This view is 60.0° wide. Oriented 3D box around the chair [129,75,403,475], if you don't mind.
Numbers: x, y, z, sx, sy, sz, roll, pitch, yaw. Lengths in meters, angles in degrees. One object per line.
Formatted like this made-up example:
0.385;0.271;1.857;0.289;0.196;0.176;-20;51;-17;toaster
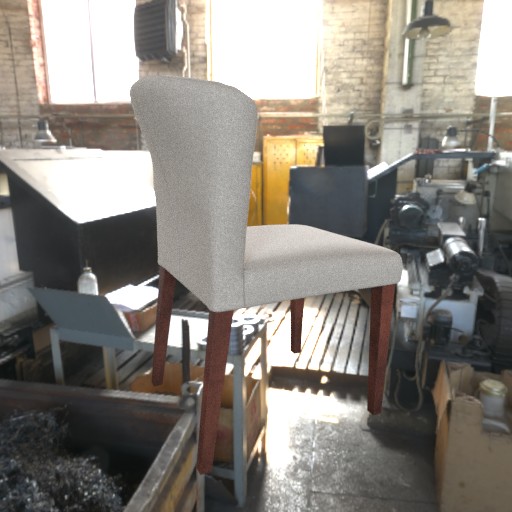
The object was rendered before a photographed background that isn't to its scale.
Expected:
0.000;0.000;1.169;0.592;0.839;0.491;-7;15;-26;chair
